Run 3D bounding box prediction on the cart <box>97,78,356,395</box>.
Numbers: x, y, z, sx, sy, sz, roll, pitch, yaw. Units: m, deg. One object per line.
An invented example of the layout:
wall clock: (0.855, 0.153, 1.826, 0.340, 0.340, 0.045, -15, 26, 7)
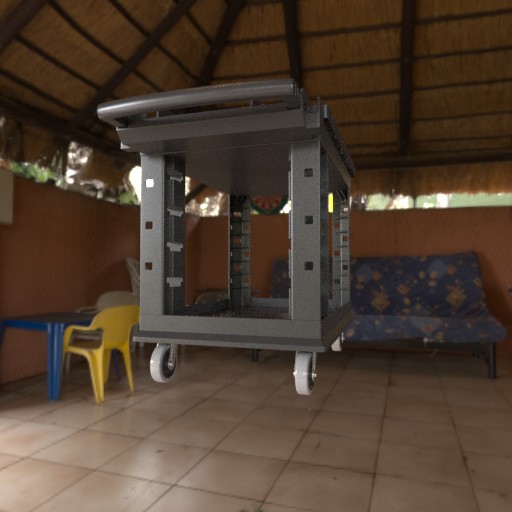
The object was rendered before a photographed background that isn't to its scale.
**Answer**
cart: (0.000, 0.000, 1.738, 0.674, 0.884, 1.239, -1, -2, 18)
